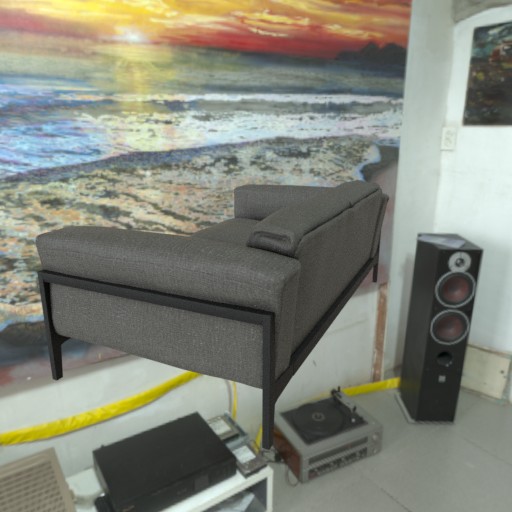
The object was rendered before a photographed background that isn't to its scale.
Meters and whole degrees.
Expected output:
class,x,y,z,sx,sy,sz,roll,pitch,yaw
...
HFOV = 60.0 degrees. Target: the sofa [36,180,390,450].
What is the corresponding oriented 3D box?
class,x,y,z,sx,sy,sz,roll,pitch,yaw
sofa,0.000,0.000,2.138,0.960,0.656,1.690,8,18,24
